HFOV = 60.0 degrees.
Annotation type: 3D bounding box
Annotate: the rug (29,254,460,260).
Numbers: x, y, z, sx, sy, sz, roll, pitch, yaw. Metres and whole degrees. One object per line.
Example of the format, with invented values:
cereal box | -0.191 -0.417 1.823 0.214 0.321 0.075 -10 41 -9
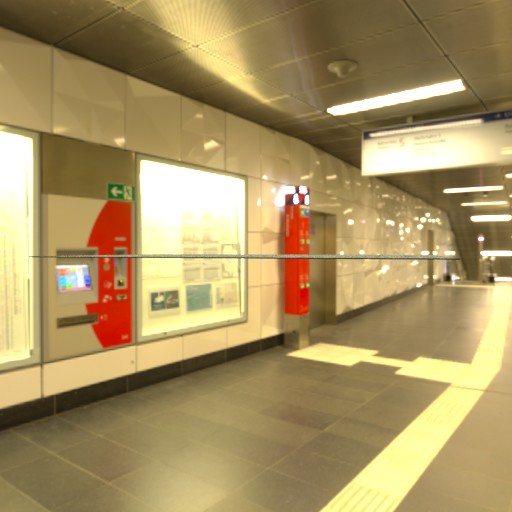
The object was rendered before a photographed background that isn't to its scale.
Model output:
rug | 0.000 0.000 2.337 1.819 0.005 1.200 0 1 18
